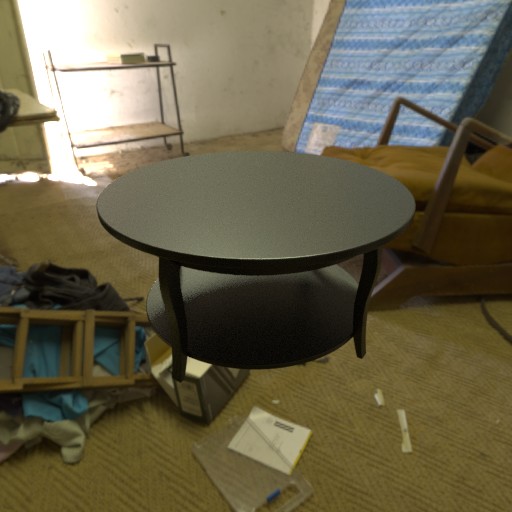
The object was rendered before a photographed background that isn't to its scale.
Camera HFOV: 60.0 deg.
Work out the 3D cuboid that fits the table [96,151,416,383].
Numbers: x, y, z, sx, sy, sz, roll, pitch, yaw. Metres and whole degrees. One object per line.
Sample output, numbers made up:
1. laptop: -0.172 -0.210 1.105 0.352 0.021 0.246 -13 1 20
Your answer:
1. table: 0.000 0.000 1.436 0.914 0.457 0.914 0 27 0
